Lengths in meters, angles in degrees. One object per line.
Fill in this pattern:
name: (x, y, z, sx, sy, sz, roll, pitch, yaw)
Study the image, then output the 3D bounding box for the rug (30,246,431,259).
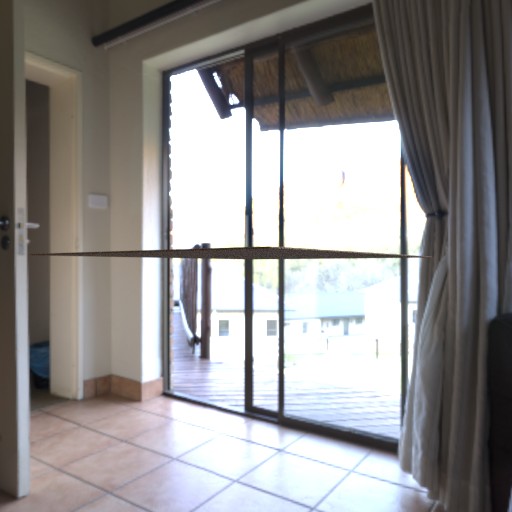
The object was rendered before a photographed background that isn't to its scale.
rug: (0.000, 0.000, 4.171, 2.439, 0.013, 3.048, -1, -2, 36)
